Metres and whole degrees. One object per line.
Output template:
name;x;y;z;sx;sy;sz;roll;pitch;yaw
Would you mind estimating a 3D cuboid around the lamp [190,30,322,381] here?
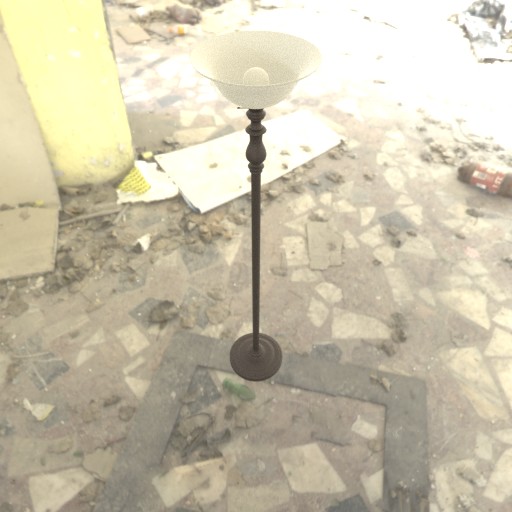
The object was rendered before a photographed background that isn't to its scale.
lamp;0.000;0.000;2.014;0.405;1.797;0.405;3;47;3
